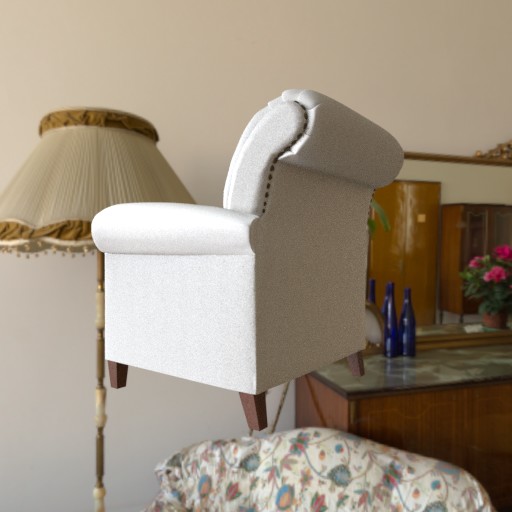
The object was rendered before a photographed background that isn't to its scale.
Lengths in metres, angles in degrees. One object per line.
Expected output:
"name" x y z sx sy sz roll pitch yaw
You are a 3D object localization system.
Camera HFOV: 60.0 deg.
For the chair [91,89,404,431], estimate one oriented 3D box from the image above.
"chair" 0.000 0.000 1.615 0.890 0.927 0.854 0 1 37
